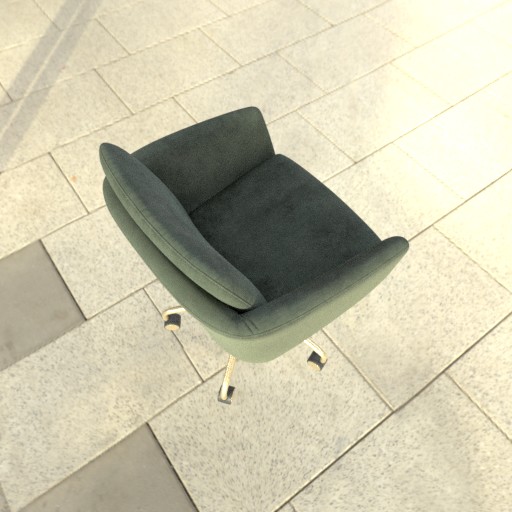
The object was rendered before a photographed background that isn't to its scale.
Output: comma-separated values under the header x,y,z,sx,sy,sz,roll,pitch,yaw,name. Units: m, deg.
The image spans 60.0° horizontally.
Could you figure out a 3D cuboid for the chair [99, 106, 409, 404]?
x,y,z,sx,sy,sz,roll,pitch,yaw,name
0.000,0.000,1.323,0.635,0.908,0.641,-34,64,-19,chair
